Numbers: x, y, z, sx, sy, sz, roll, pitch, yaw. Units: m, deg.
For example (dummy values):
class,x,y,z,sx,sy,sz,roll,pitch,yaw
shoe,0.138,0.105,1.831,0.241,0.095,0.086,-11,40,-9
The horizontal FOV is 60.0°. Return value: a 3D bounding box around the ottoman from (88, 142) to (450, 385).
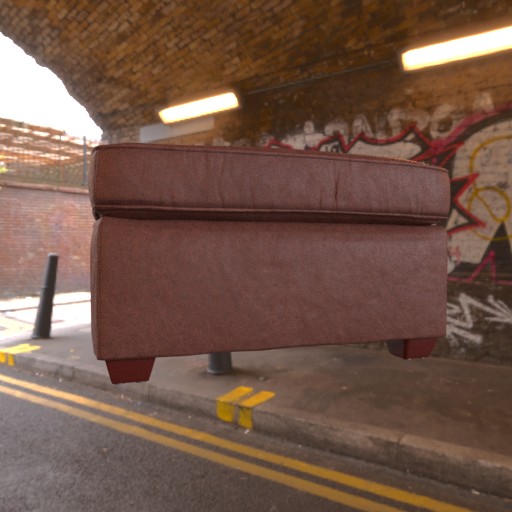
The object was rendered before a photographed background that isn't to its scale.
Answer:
class,x,y,z,sx,sy,sz,roll,pitch,yaw
ottoman,0.000,0.000,1.076,0.749,0.449,0.548,0,0,-18
